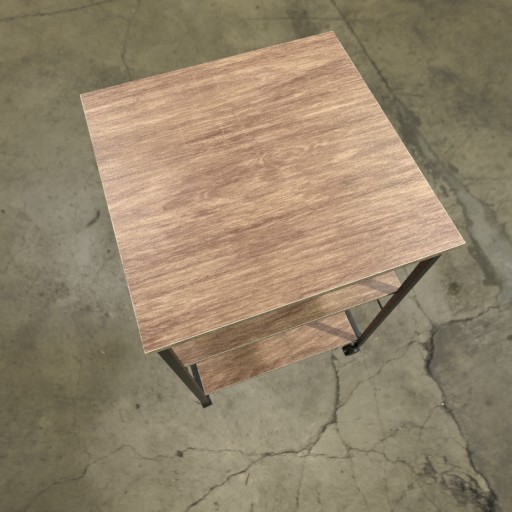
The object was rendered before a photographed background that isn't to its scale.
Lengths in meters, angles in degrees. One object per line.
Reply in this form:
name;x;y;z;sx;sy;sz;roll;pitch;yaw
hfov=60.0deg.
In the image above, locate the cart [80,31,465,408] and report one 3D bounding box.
cart;0.000;0.000;1.114;0.521;0.762;0.520;-18;66;-8
